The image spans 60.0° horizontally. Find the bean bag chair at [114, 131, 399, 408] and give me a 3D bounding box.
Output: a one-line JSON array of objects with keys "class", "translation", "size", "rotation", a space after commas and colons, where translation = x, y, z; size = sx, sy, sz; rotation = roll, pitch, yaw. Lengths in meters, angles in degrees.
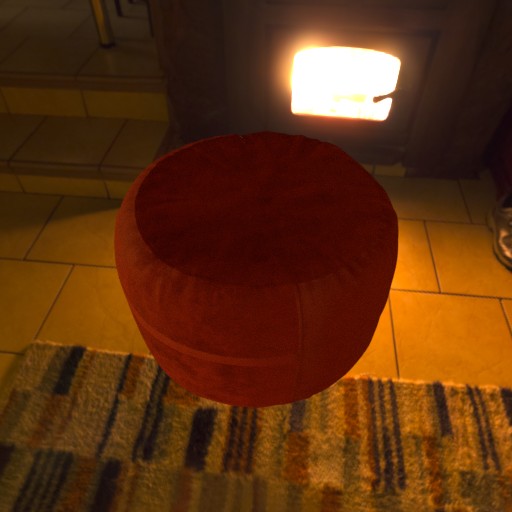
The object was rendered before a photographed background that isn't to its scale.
[{"class": "bean bag chair", "translation": [0.000, 0.000, 2.054], "size": [1.219, 0.762, 1.219], "rotation": [0, 47, 0]}]
